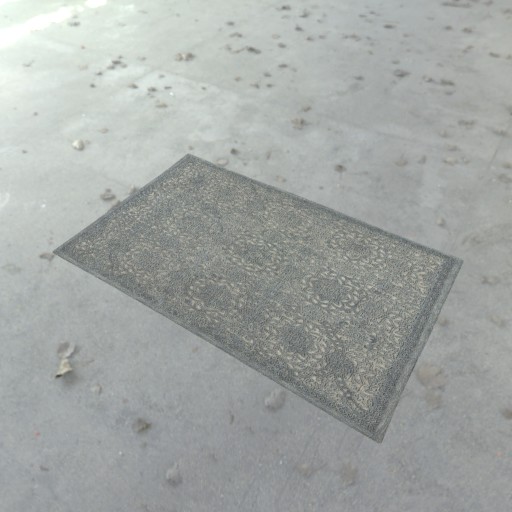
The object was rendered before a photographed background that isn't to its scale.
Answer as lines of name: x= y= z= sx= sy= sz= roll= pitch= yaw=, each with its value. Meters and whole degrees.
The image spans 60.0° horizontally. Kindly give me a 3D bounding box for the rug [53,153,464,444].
rug: x=0.000 y=0.000 z=3.147 sx=2.498 sy=0.022 sz=1.535 roll=25 pitch=51 yaw=22
